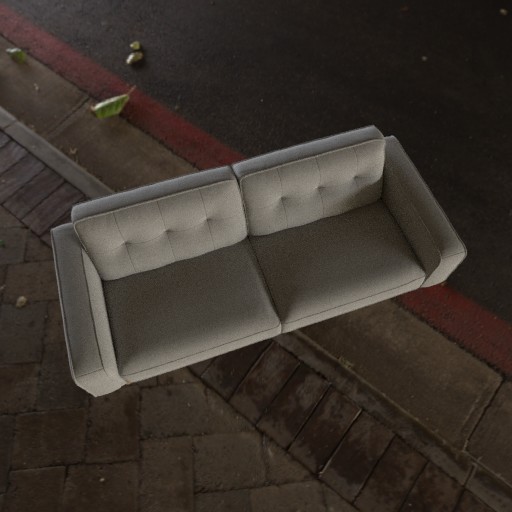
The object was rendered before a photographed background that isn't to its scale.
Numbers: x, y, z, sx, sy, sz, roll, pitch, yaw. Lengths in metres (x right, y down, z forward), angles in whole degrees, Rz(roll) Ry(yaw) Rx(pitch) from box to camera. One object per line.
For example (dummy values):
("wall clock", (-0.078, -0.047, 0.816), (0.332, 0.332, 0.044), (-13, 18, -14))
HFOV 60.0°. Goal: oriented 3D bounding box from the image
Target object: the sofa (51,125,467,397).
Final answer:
("sofa", (0.000, 0.000, 2.711), (2.270, 0.781, 0.956), (-17, 64, -9))
